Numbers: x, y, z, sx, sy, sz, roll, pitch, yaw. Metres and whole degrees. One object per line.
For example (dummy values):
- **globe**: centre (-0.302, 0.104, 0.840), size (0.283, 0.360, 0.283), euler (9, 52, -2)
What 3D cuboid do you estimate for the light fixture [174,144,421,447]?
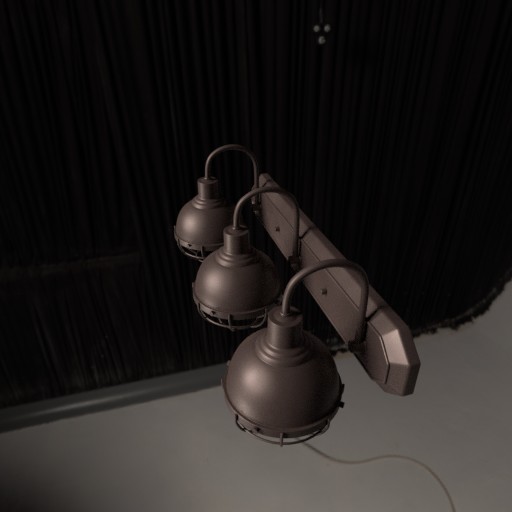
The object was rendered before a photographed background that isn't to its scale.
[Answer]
- **light fixture**: centre (0.000, 0.000, 0.775), size (0.229, 0.254, 0.634), euler (-9, 32, -14)
